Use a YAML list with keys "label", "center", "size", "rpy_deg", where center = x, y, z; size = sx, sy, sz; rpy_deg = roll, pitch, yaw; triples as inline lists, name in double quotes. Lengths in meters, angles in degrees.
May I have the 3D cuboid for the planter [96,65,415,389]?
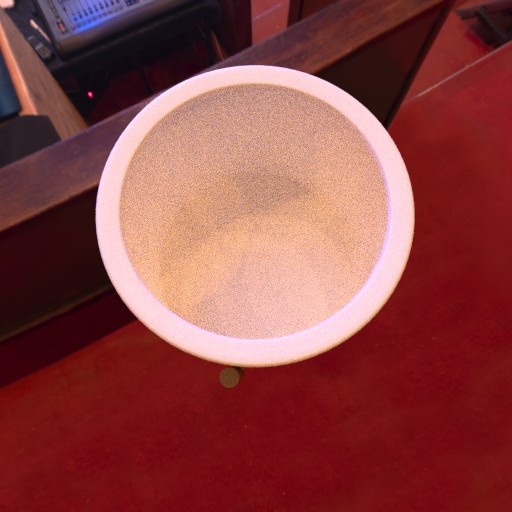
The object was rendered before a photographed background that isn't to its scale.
- label: "planter"
  center: [0.000, 0.000, 0.861]
  size: [0.421, 0.581, 0.420]
  rpy_deg: [-31, 78, -7]
